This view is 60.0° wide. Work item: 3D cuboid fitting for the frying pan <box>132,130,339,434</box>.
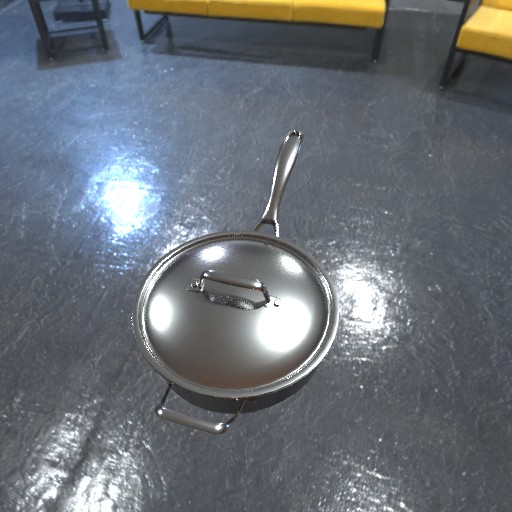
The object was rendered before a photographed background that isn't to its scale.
[{"bbox_3d":[0.000,0.000,0.598,0.245,0.111,0.492,12,48,11],"label":"frying pan"}]
